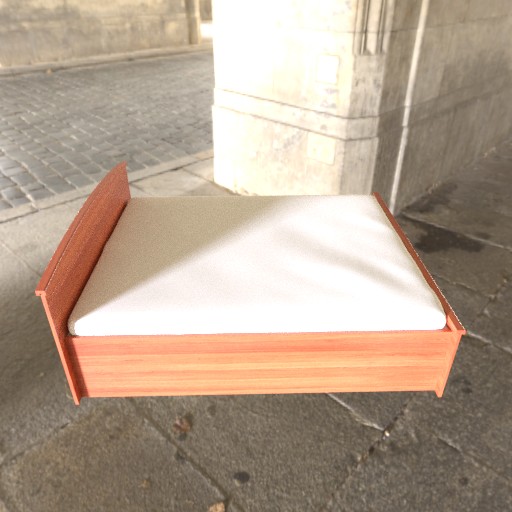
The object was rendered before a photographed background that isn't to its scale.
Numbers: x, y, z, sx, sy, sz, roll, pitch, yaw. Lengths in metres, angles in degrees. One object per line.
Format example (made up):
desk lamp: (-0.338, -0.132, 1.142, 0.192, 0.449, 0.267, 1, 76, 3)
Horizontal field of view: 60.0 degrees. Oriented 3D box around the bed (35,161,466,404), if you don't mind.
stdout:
bed: (0.000, 0.000, 2.939, 2.053, 0.848, 1.683, -1, 32, -1)
